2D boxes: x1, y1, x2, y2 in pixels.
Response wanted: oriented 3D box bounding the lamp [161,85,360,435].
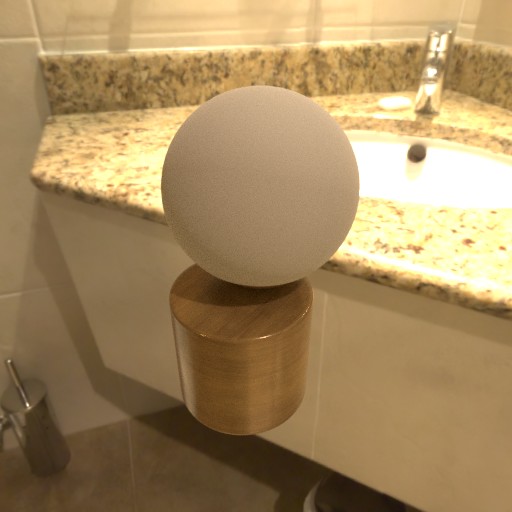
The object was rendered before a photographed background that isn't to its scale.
[{"bbox_3d":[0.000,0.000,0.348,0.141,0.250,0.152,21,39,29],"label":"lamp"}]
